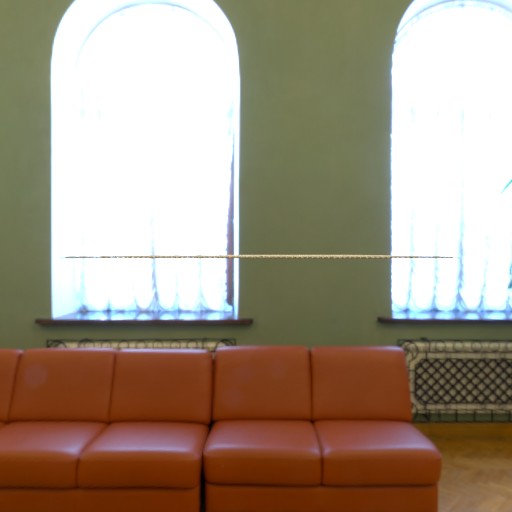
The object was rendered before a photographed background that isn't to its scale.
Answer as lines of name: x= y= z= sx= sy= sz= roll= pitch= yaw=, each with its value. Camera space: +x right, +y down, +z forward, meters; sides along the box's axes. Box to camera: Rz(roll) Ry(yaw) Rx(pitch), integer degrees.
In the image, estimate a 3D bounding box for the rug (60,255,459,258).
rug: x=0.000 y=0.000 z=4.152 sx=2.380 sy=0.013 sz=3.051 roll=0 pitch=0 yaw=-1
